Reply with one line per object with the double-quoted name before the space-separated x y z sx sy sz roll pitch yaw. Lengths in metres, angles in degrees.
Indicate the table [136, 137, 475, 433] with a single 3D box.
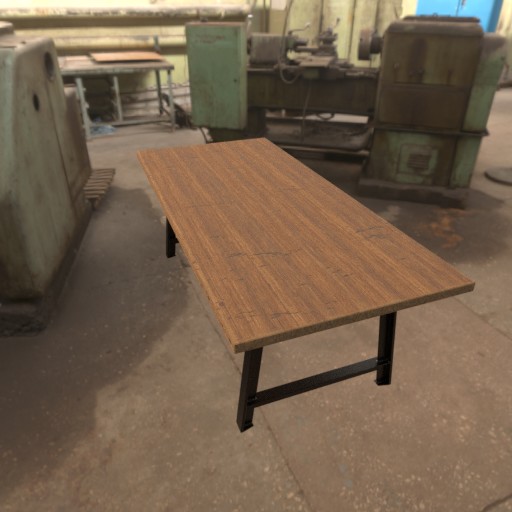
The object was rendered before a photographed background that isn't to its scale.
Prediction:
"table" 0.000 0.000 2.655 1.000 0.757 2.200 -11 32 -18
